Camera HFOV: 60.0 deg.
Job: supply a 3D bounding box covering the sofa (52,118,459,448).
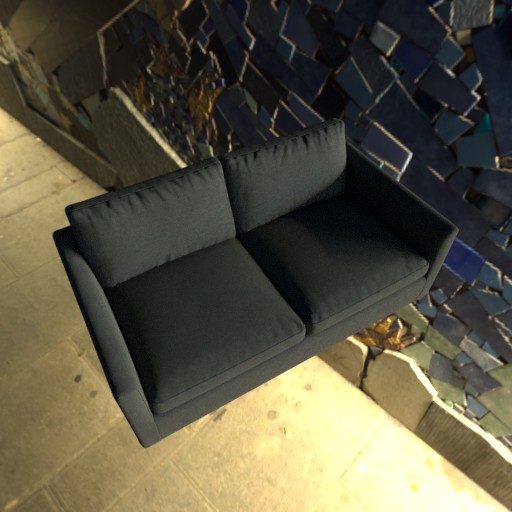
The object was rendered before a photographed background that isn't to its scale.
[{"bbox_3d":[0.000,0.000,2.511,1.909,0.845,1.091,-23,51,-20],"label":"sofa"}]
